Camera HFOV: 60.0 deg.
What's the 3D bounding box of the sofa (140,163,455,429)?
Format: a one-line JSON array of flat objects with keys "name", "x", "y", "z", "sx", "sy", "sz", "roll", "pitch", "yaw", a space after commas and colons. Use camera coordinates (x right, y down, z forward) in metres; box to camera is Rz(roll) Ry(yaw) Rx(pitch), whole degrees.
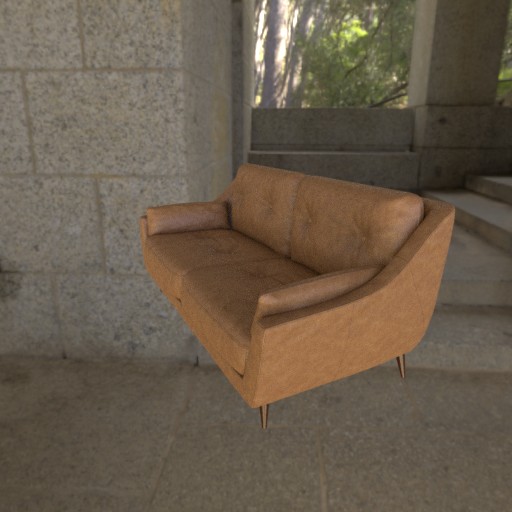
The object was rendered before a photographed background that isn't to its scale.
[{"name": "sofa", "x": 0.000, "y": 0.000, "z": 2.360, "sx": 0.904, "sy": 0.839, "sz": 1.902, "roll": -8, "pitch": 18, "yaw": -24}]
